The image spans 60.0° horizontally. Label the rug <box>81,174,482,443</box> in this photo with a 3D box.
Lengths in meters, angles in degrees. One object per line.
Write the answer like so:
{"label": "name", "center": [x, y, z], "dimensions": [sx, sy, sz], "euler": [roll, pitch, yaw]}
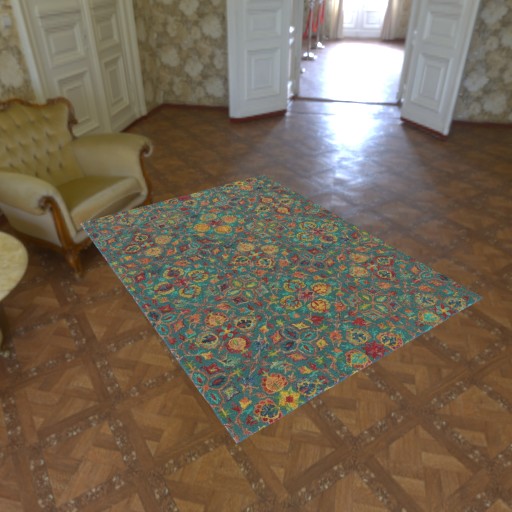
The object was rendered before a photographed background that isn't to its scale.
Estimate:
{"label": "rug", "center": [0.000, 0.000, 4.259], "dimensions": [2.434, 0.025, 3.204], "euler": [-20, 38, -28]}
